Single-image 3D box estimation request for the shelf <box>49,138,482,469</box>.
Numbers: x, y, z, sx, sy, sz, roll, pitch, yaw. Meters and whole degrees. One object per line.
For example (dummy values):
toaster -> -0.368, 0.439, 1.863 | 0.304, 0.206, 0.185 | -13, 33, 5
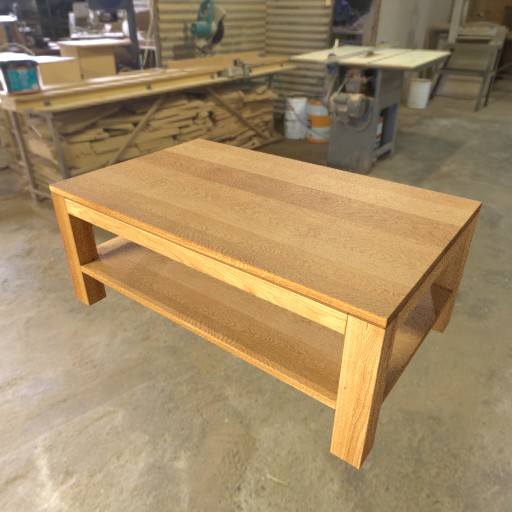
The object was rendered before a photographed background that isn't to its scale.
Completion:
shelf -> 0.000, 0.000, 1.483 | 1.150, 0.450, 0.700 | 21, 36, 32
